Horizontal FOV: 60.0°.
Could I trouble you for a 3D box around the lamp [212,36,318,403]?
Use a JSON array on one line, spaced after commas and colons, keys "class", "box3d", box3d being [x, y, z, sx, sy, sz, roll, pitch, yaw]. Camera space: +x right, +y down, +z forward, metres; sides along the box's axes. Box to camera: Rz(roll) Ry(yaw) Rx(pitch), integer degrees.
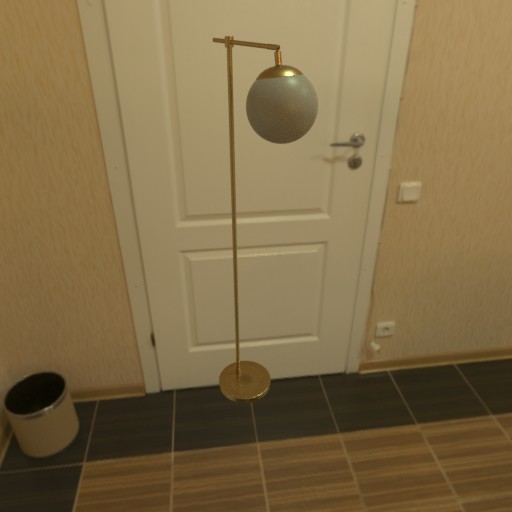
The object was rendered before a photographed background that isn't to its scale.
[{"class": "lamp", "box3d": [0.000, 0.000, 1.708, 0.249, 1.505, 0.476, -21, 36, -31]}]
